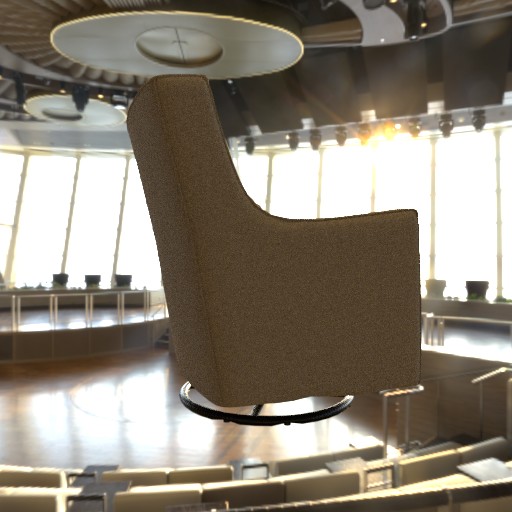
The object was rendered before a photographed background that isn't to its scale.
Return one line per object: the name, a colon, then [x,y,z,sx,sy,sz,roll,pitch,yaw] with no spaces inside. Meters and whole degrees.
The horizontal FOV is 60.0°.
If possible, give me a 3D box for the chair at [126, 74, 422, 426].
chair: [0.000,0.000,1.572,0.879,0.993,0.732,0,0,-20]
